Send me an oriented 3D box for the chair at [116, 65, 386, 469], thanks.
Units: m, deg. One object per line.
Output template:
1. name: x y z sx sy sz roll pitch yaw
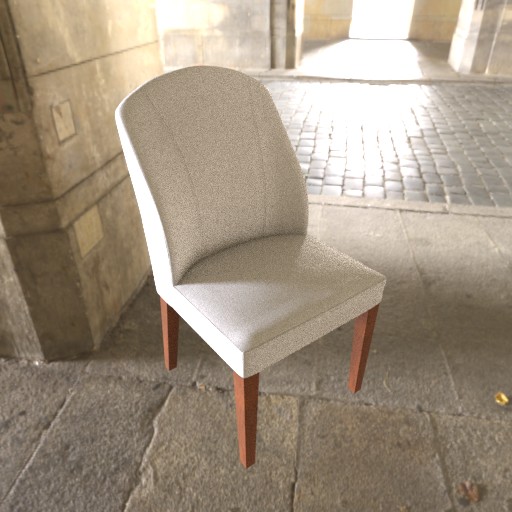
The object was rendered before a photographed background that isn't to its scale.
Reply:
1. chair: 0.000 0.000 1.194 0.472 0.893 0.540 -21 37 -31
